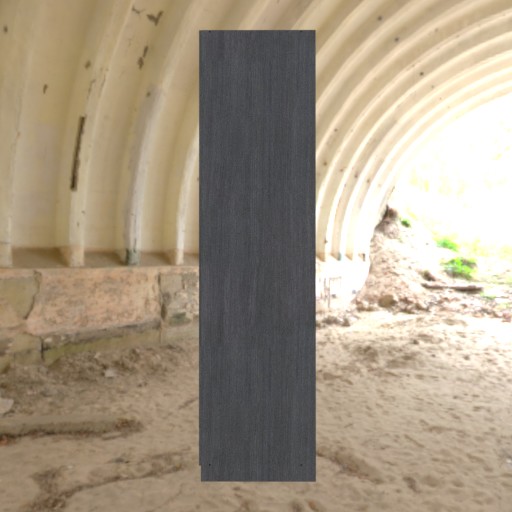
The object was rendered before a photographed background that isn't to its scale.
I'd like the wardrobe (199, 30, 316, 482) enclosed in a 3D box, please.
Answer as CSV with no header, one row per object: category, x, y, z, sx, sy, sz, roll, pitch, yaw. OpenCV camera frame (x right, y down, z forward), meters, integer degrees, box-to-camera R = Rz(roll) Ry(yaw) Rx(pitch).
wardrobe,0.000,0.000,2.520,0.510,1.910,1.290,0,0,0
